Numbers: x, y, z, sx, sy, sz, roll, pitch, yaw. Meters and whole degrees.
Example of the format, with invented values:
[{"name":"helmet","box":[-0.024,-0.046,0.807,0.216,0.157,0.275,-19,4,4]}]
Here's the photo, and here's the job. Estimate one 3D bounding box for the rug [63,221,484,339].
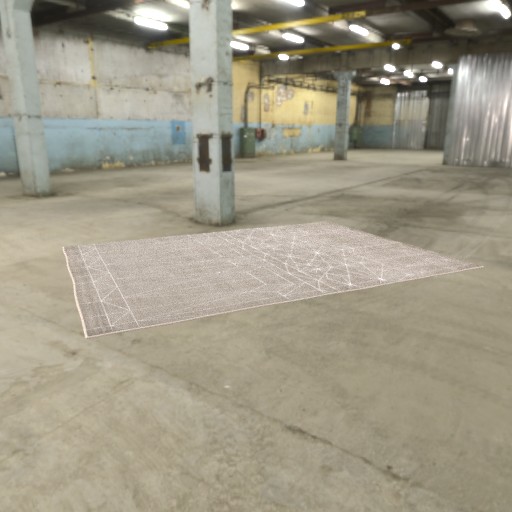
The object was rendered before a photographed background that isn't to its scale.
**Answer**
[{"name":"rug","box":[0.000,0.000,4.311,3.357,0.019,2.449,-7,17,-25]}]
